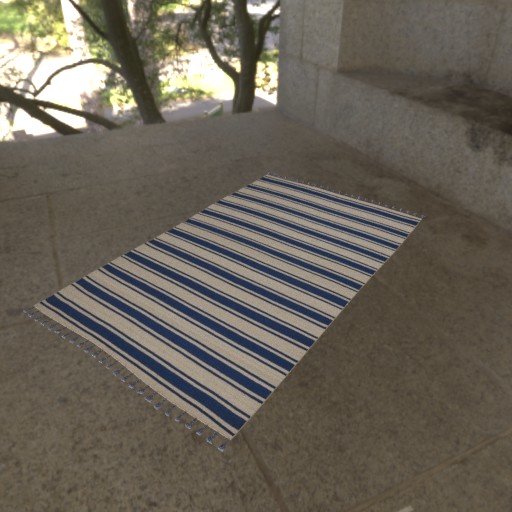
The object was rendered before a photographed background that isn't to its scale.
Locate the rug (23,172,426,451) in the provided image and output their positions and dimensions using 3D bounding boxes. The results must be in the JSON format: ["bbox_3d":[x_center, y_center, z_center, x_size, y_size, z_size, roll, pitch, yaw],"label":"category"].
[{"bbox_3d":[0.000,0.000,2.522,1.248,0.009,2.108,22,40,29],"label":"rug"}]
